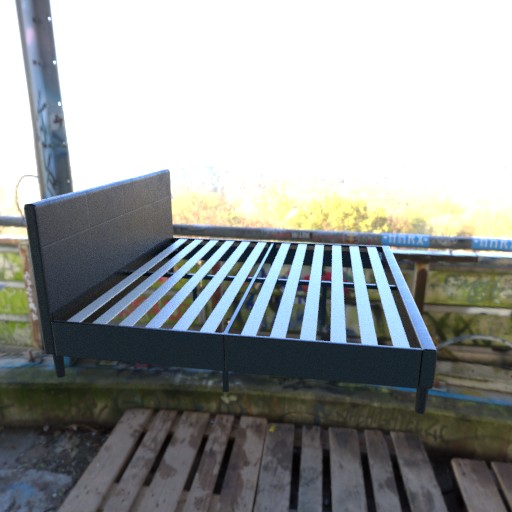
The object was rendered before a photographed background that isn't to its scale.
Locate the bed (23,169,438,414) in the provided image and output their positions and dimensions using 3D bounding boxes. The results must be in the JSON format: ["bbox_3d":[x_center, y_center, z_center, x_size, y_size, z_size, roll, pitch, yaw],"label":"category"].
[{"bbox_3d":[0.000,0.000,3.253,2.152,1.046,2.018,3,17,9],"label":"bed"}]
